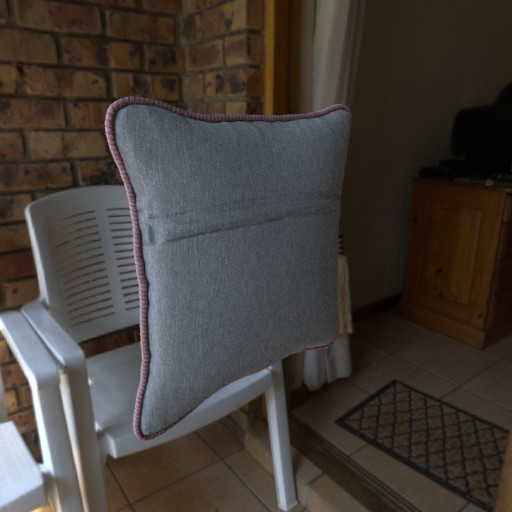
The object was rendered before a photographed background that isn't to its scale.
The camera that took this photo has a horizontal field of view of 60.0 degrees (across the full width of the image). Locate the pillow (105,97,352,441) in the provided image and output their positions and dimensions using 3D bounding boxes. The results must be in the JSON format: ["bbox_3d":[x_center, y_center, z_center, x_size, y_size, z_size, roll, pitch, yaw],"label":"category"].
[{"bbox_3d":[0.000,0.000,0.741,0.482,0.491,0.124,-15,22,-40],"label":"pillow"}]
